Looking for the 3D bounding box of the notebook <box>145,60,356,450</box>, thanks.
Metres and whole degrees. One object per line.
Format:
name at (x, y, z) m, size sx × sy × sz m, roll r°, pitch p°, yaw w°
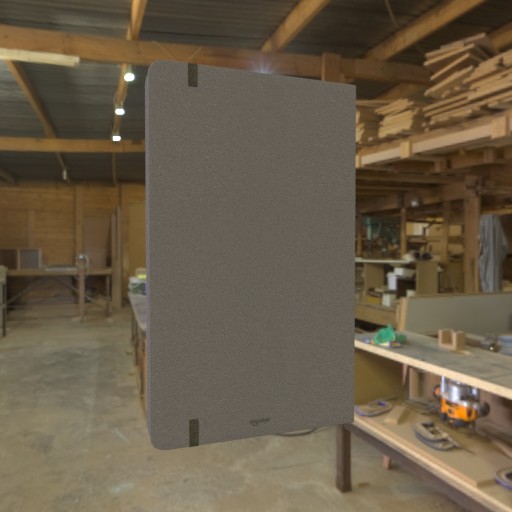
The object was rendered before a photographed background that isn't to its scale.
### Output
notebook at (0.000, 0.000, 0.265) m, size 0.127 × 0.213 × 0.016 m, roll 0°, pitch 1°, yaw -19°
